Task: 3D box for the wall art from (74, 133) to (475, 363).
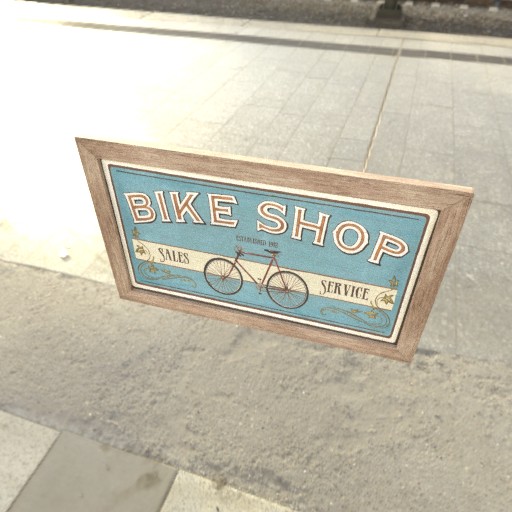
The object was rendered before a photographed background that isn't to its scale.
[{"bbox_3d":[0.000,0.000,0.998,0.780,0.480,0.021,11,42,12],"label":"wall art"}]
